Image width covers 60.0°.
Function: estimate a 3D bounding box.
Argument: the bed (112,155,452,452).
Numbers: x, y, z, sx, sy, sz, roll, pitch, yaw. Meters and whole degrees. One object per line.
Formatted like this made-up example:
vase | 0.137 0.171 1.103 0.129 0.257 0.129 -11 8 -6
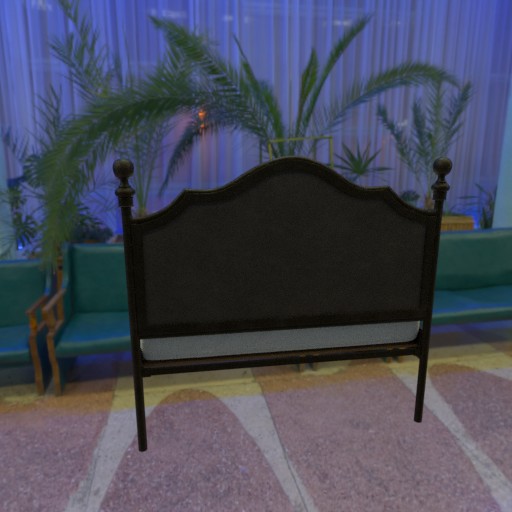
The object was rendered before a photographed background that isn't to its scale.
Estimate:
bed | 0.000 0.000 3.291 1.642 1.499 2.224 -2 14 -9
